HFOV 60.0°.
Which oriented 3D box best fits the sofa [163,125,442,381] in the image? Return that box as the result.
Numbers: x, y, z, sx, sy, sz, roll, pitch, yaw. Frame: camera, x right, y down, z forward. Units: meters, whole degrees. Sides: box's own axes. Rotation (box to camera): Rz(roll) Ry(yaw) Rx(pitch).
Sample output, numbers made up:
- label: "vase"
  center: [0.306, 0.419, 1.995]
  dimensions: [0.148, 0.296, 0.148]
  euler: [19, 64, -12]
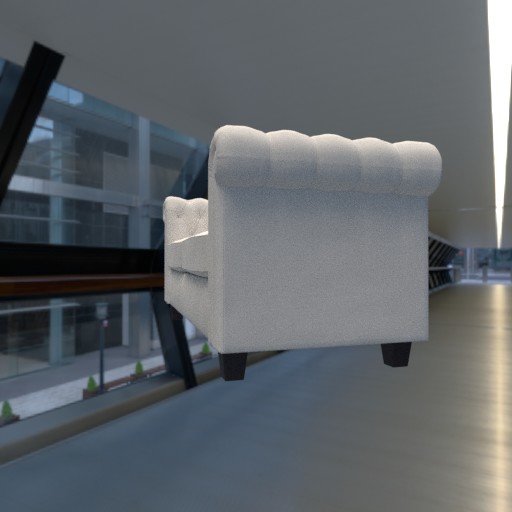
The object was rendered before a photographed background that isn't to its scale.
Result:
- label: "sofa"
  center: [0.000, 0.000, 2.217]
  dimensions: [0.771, 0.796, 1.798]
  euler: [0, 0, -17]
